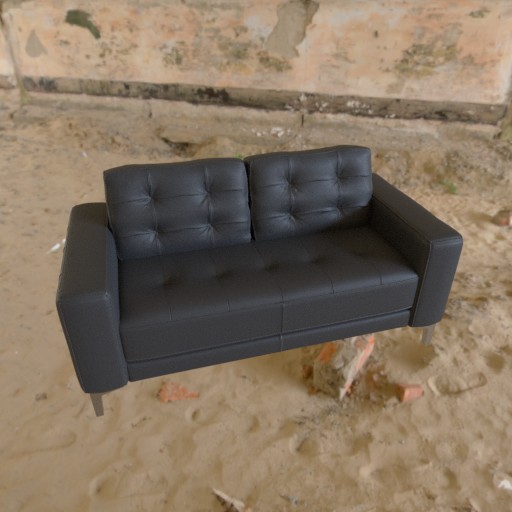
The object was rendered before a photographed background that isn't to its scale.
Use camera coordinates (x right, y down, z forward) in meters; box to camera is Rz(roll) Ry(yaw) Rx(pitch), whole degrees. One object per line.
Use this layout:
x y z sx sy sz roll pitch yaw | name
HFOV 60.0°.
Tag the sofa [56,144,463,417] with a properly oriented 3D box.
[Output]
0.000 0.000 2.177 1.726 0.893 0.833 -8 33 -13 | sofa
